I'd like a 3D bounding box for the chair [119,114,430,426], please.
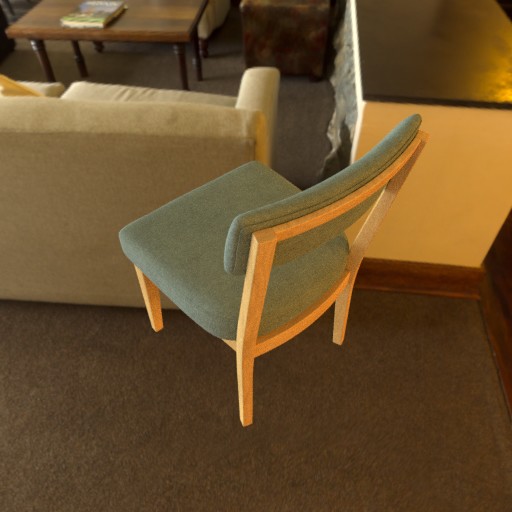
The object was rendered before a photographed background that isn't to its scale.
[{"bbox_3d":[0.000,0.000,1.179,0.508,0.832,0.572,-33,55,-27],"label":"chair"}]
